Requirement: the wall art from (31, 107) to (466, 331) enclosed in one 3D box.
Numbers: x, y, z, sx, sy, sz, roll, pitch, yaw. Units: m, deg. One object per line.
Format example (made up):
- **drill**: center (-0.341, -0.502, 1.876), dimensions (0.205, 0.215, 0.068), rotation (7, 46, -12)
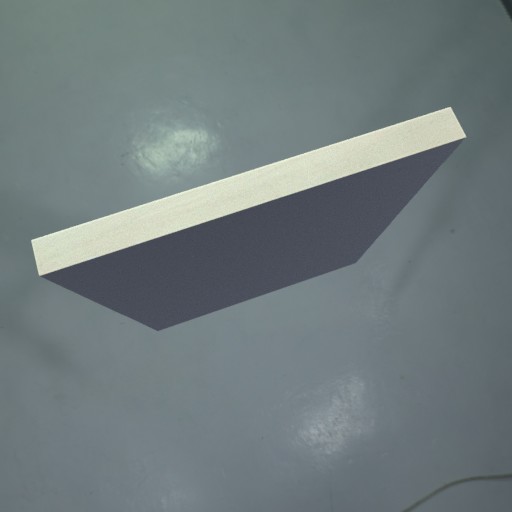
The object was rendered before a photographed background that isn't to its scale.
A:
- **wall art**: center (0.000, 0.000, 0.677), dimensions (0.435, 0.511, 0.037), rotation (-19, 76, -5)
